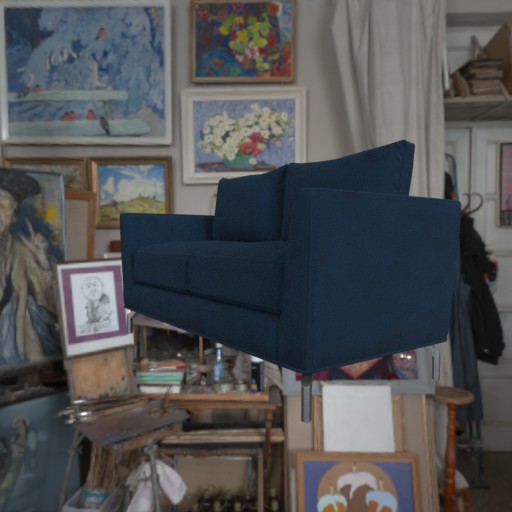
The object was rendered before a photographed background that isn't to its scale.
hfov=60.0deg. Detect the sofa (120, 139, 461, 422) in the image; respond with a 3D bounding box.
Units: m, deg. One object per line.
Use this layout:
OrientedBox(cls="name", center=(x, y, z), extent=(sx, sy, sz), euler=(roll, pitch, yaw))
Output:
OrientedBox(cls="sofa", center=(0.000, 0.000, 2.311), extent=(0.853, 1.002, 1.770), euler=(-2, 3, -36))
